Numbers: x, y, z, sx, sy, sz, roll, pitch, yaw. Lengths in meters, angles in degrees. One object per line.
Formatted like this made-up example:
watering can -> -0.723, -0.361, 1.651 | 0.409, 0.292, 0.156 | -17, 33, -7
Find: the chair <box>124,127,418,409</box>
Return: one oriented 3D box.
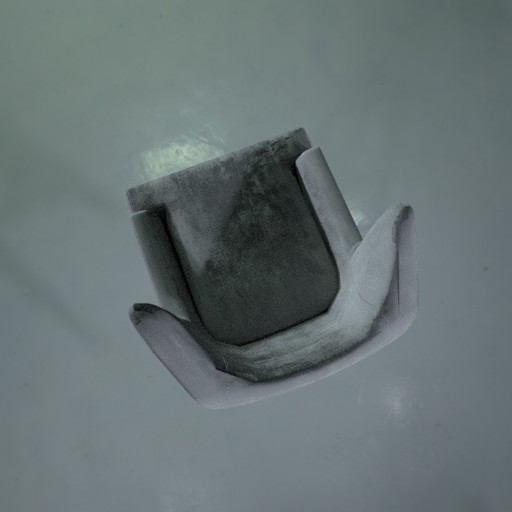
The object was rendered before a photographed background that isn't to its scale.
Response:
chair -> 0.000, 0.000, 1.610 | 0.784, 0.950, 0.906 | -21, 78, -5
